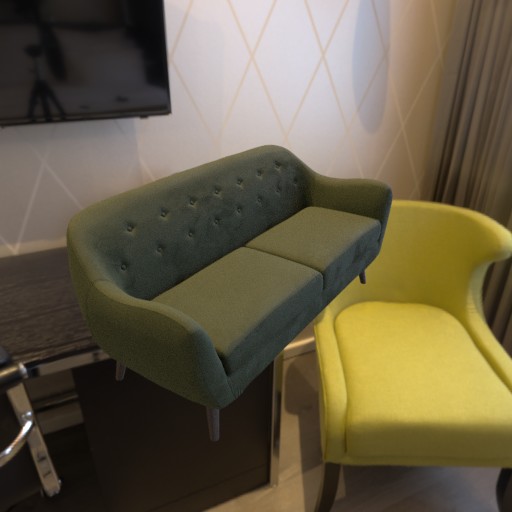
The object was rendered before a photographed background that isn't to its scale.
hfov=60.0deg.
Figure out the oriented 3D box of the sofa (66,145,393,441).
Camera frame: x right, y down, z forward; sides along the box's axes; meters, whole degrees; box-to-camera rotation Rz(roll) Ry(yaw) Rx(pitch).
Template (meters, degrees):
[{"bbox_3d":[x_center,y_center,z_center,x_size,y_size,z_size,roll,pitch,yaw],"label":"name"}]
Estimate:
[{"bbox_3d":[0.000,0.000,2.335,0.820,0.836,1.840,18,32,31],"label":"sofa"}]
